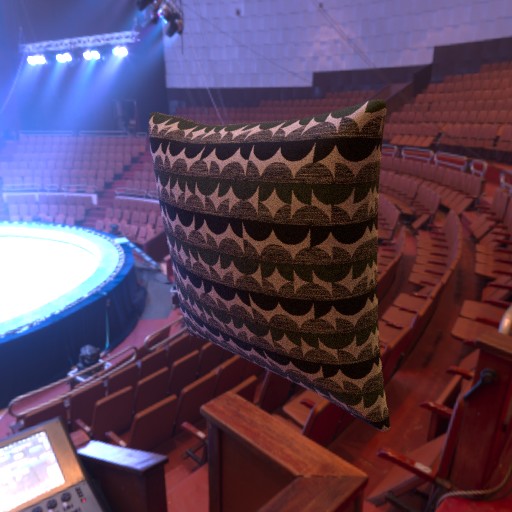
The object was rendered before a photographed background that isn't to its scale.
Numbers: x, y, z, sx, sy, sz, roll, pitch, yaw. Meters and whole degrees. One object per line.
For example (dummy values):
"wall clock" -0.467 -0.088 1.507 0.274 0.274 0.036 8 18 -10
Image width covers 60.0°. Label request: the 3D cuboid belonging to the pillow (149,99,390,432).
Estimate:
"pillow" 0.000 0.000 0.635 0.180 0.404 0.419 -15 21 -43
